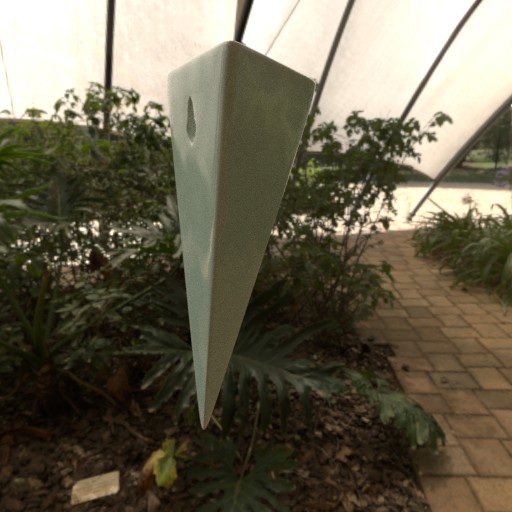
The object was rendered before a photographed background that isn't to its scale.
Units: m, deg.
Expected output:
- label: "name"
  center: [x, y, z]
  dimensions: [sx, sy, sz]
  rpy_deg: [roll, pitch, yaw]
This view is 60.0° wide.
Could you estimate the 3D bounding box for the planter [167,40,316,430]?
- label: "planter"
  center: [0.000, 0.000, 0.222]
  dimensions: [0.064, 0.178, 0.080]
  rpy_deg: [-7, 15, -25]
